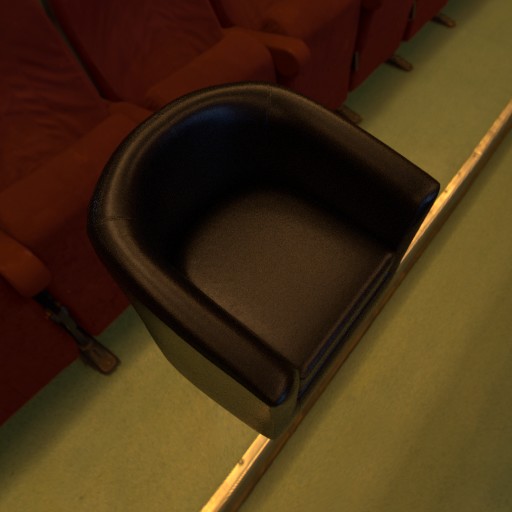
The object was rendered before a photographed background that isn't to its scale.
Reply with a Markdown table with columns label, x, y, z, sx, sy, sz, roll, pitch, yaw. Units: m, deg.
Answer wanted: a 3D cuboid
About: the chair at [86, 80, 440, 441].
| label | x | y | z | sx | sy | sz | roll | pitch | yaw |
| --- | --- | --- | --- | --- | --- | --- | --- | --- | --- |
| chair | 0.000 | 0.000 | 1.380 | 0.727 | 0.756 | 0.793 | 34 | 63 | 20 |
